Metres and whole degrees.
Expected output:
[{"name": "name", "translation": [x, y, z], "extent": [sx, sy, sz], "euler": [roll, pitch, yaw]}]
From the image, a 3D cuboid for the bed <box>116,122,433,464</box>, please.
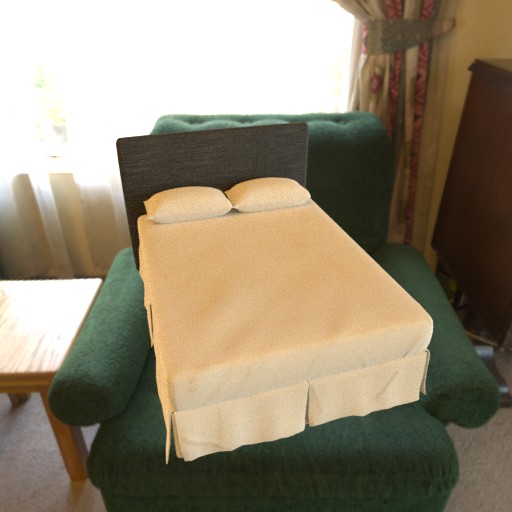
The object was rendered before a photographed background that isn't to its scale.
[{"name": "bed", "translation": [0.000, 0.000, 3.235], "extent": [1.723, 1.330, 2.142], "euler": [-9, 32, -15]}]
